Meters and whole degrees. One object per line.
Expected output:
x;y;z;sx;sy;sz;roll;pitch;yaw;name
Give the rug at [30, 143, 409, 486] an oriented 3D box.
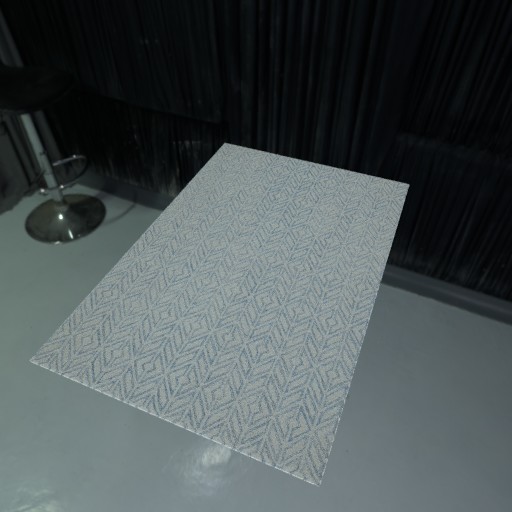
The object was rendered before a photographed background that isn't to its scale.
0.000;0.000;2.222;1.220;0.008;1.824;17;47;16;rug
